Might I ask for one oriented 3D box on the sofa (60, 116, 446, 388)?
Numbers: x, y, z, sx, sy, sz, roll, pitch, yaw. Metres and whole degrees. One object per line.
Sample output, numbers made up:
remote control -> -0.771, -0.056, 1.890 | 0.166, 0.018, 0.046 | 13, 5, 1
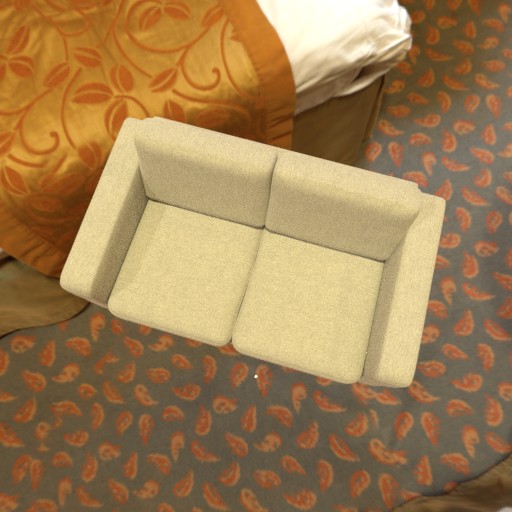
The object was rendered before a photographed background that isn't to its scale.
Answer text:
sofa -> 0.000, 0.000, 2.096 | 1.540, 0.800, 0.900 | 15, 75, 4
